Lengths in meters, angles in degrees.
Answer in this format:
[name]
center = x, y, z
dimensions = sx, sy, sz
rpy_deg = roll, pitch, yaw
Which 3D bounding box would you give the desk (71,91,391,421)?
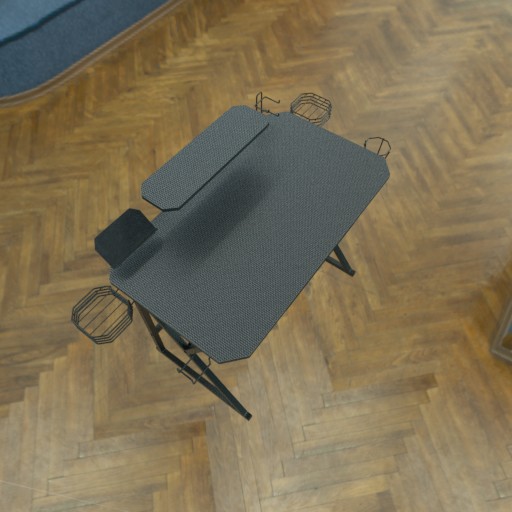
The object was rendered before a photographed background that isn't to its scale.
[desk]
center = 0.000, 0.000, 1.740
dimensions = 0.580, 0.880, 1.290
rpy_deg = 32, 63, 19
